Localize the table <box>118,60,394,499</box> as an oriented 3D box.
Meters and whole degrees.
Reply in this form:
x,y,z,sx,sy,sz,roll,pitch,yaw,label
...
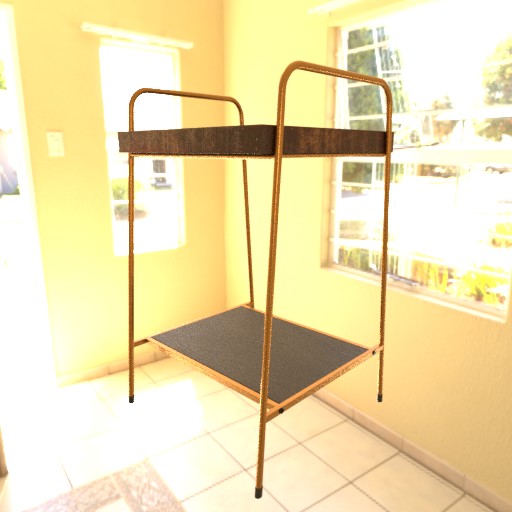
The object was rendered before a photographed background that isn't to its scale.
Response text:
x,y,z,sx,sy,sz,roll,pitch,yaw,label
0.000,0.000,0.967,0.430,0.710,0.430,13,19,43,table
